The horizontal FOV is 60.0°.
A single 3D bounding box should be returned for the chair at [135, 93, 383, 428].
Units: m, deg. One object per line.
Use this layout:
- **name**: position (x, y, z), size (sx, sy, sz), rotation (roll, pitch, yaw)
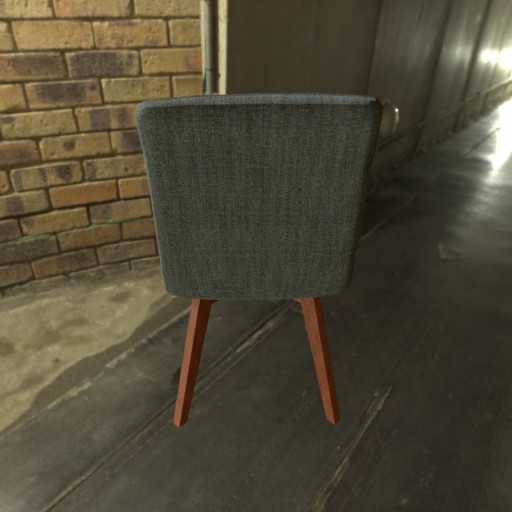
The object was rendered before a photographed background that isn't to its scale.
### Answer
- **chair**: position (0.000, 0.000, 1.274), size (0.522, 0.974, 0.563), rotation (-1, 30, -1)
